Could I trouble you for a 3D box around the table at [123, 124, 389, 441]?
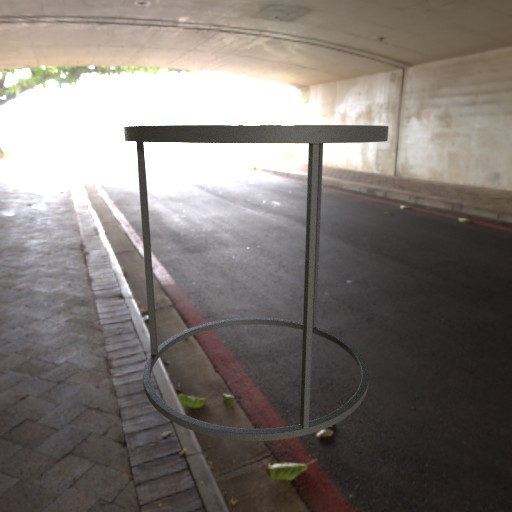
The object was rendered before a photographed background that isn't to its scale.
[{"bbox_3d":[0.000,0.000,0.884,0.470,0.498,0.470,0,16,0],"label":"table"}]
